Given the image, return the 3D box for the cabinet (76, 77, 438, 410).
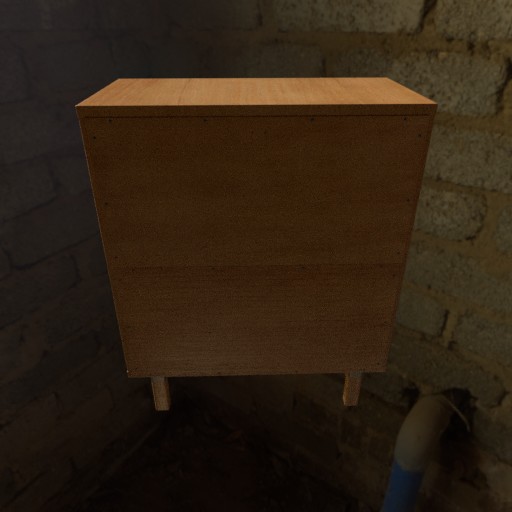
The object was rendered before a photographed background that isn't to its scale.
[{"bbox_3d":[0.000,0.000,1.402,0.800,1.001,0.419,-1,30,-2],"label":"cabinet"}]
